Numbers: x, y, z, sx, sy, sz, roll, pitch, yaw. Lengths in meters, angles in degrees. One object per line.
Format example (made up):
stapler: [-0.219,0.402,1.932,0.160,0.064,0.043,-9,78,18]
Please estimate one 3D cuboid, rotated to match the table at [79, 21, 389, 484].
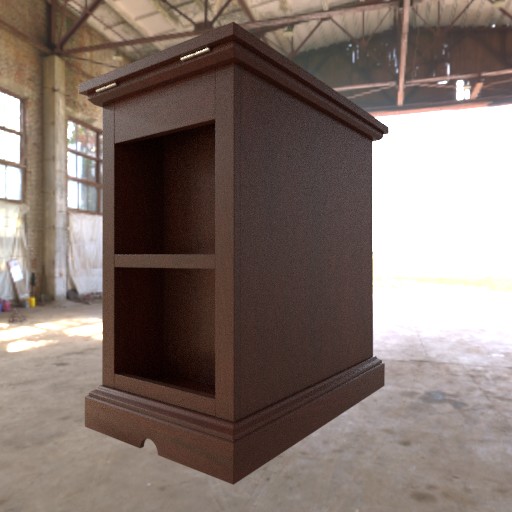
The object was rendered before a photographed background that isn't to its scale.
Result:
table: [0.000,0.000,0.920,0.356,0.612,0.584,0,0,36]
